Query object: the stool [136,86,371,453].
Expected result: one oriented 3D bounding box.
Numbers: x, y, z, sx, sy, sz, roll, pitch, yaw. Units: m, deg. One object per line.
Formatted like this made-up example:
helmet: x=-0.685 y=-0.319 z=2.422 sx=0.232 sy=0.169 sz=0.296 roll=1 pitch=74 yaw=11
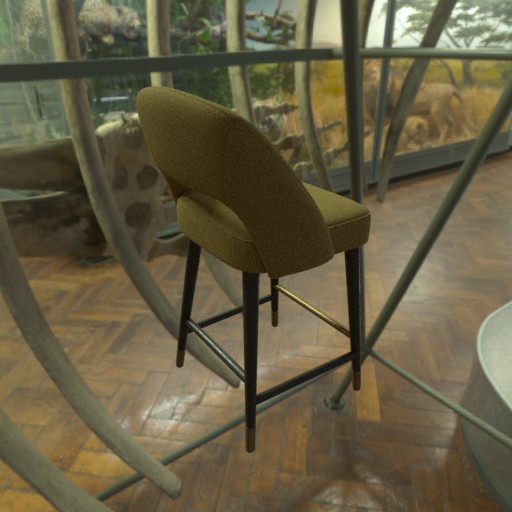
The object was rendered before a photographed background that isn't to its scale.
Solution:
stool: x=0.000 y=0.000 z=1.281 sx=0.522 sy=0.939 sz=0.536 roll=-17 pitch=31 yaw=-31
